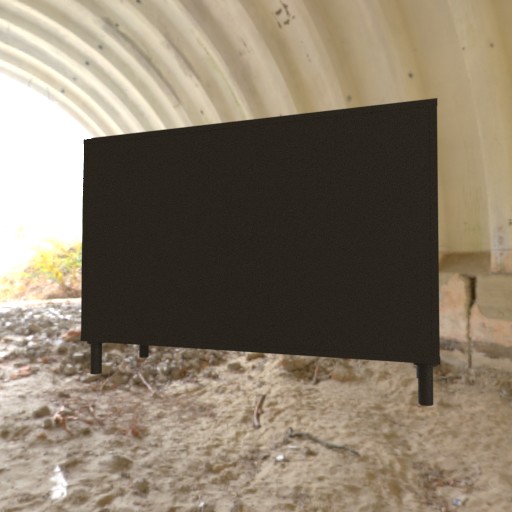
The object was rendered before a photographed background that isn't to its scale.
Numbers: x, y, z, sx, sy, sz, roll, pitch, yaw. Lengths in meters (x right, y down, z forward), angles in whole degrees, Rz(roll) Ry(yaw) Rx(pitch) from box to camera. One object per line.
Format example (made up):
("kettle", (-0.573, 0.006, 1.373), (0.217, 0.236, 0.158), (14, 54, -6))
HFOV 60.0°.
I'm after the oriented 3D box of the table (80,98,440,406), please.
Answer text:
("table", (0.000, 0.000, 1.600), (1.200, 0.855, 0.400), (-1, -2, 19))
